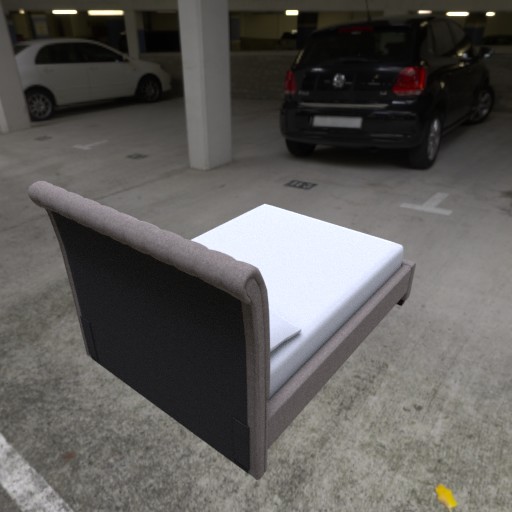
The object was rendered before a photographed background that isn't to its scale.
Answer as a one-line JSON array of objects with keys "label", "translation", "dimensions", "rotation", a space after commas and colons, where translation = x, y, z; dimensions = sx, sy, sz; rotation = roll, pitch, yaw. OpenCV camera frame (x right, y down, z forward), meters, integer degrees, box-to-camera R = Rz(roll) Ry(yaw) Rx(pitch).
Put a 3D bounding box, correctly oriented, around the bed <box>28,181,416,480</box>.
[{"label": "bed", "translation": [0.000, 0.000, 3.228], "dimensions": [1.645, 1.371, 2.252], "rotation": [21, 35, 33]}]
